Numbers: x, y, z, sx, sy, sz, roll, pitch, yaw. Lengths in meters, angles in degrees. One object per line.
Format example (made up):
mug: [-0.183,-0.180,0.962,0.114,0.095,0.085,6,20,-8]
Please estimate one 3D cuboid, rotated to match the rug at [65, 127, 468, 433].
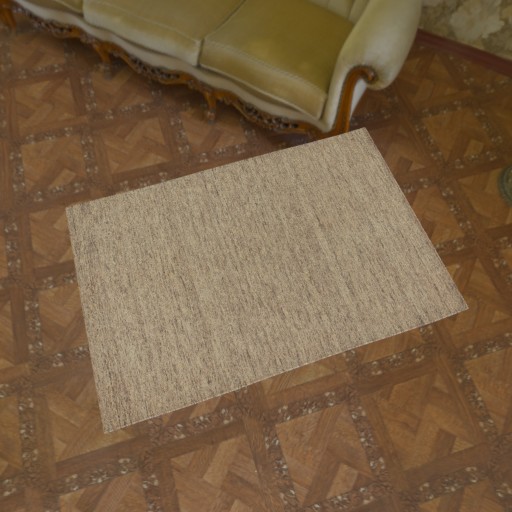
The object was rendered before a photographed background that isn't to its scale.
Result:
rug: [0.000,0.000,2.920,2.283,0.013,1.547,-17,65,-8]
